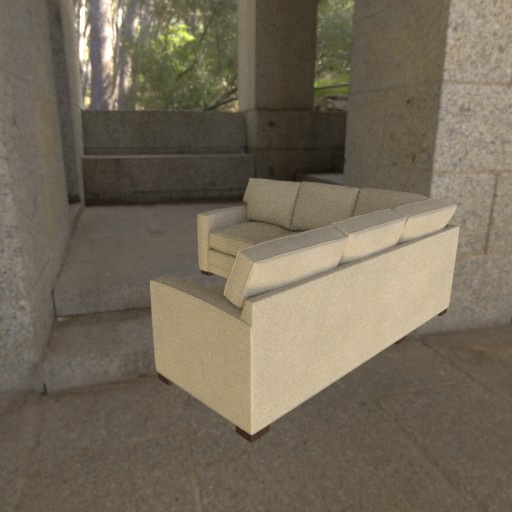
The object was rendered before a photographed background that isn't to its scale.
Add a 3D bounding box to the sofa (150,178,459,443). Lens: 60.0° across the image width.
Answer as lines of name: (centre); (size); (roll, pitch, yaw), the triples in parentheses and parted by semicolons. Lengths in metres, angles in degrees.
sofa: (0.000, 0.000, 3.393); (2.188, 0.936, 2.211); (15, 22, 42)
